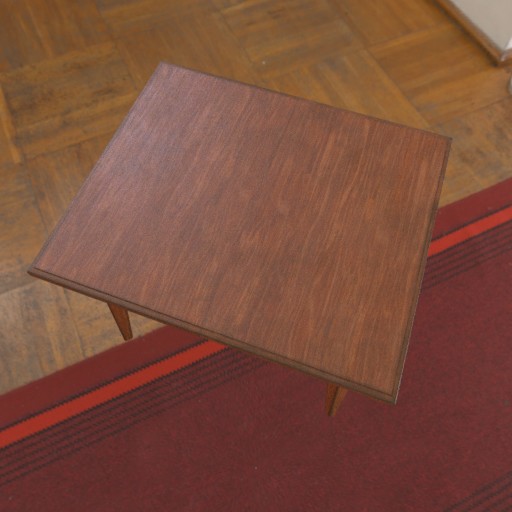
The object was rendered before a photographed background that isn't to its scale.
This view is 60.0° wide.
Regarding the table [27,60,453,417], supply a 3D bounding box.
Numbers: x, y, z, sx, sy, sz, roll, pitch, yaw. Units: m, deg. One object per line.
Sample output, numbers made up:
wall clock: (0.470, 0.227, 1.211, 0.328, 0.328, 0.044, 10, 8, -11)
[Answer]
table: (0.000, 0.000, 1.608, 0.991, 0.761, 0.838, 18, 66, 8)
